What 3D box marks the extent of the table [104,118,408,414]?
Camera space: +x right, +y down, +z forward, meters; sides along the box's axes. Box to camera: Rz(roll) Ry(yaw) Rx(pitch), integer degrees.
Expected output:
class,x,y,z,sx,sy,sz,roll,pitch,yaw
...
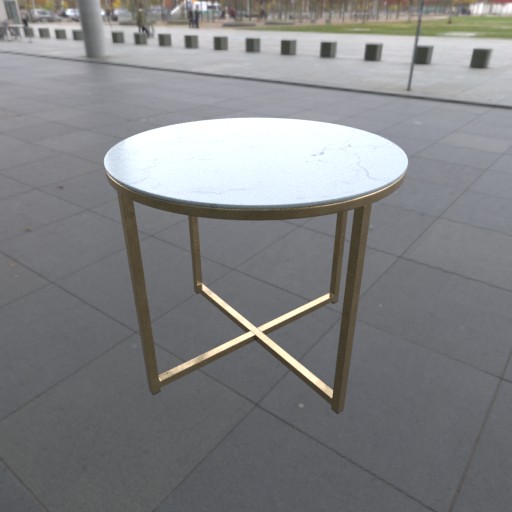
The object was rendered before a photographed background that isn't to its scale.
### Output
class,x,y,z,sx,sy,sz,roll,pitch,yaw
table,0.000,0.000,0.861,0.500,0.420,0.500,0,29,0
